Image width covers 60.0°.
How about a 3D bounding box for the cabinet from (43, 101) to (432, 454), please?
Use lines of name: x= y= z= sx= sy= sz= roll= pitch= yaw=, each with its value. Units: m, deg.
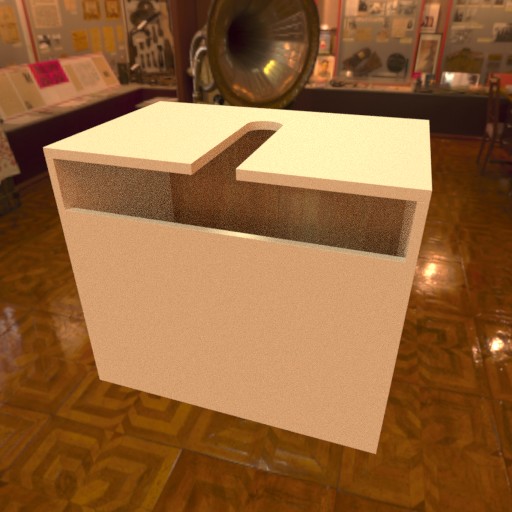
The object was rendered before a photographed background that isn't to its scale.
cabinet: x=0.000 y=0.000 z=0.936 sx=0.600 sy=0.522 sz=0.400 roll=9 pitch=32 yaw=16
